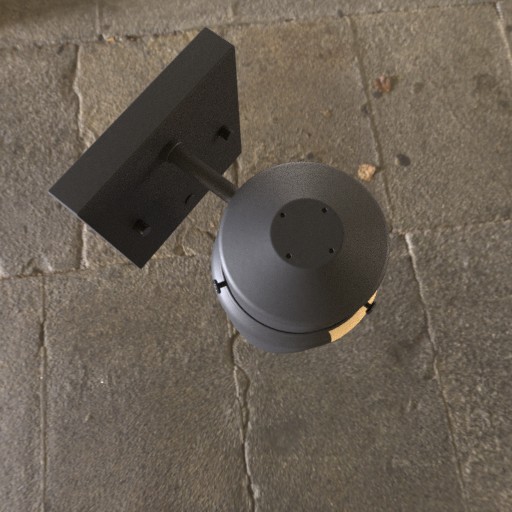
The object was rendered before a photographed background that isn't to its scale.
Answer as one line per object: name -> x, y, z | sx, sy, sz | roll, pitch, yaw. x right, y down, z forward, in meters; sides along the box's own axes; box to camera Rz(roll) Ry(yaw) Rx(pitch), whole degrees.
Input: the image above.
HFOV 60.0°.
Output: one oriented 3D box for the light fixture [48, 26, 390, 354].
light fixture -> 0.000, 0.000, 0.354 | 0.176, 0.257, 0.130 | 37, 79, 9
